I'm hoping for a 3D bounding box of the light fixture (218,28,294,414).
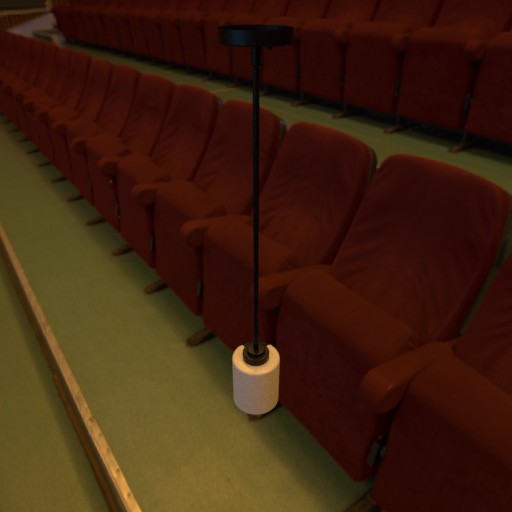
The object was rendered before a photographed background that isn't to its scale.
[{"bbox_3d":[0.000,0.000,0.939,0.123,0.863,0.123,-21,37,-30],"label":"light fixture"}]
